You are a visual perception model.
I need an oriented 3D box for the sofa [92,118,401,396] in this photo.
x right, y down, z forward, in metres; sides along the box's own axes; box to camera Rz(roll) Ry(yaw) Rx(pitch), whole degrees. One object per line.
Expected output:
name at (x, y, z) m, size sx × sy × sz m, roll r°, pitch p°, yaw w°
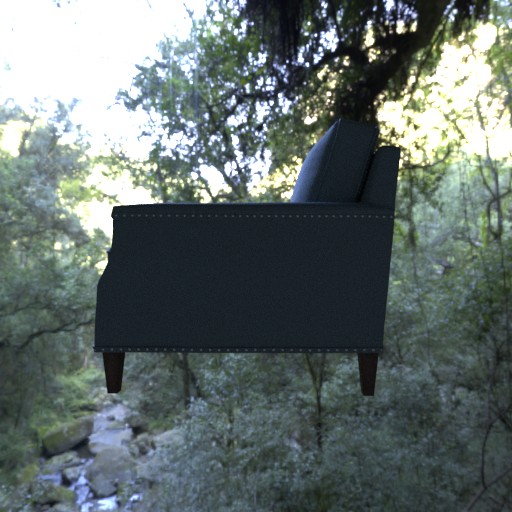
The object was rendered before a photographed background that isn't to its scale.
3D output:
sofa at (0.000, 0.000, 2.283) m, size 1.084 × 1.003 × 1.597 m, roll 0°, pitch -2°, yaw 2°
